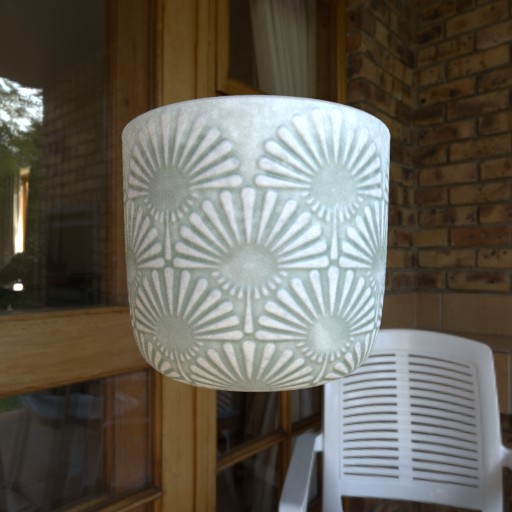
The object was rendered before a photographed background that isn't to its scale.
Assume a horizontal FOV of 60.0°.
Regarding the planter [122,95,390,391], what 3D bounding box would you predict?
[{"bbox_3d":[0.000,0.000,0.213,0.124,0.109,0.124,0,-1,0],"label":"planter"}]
